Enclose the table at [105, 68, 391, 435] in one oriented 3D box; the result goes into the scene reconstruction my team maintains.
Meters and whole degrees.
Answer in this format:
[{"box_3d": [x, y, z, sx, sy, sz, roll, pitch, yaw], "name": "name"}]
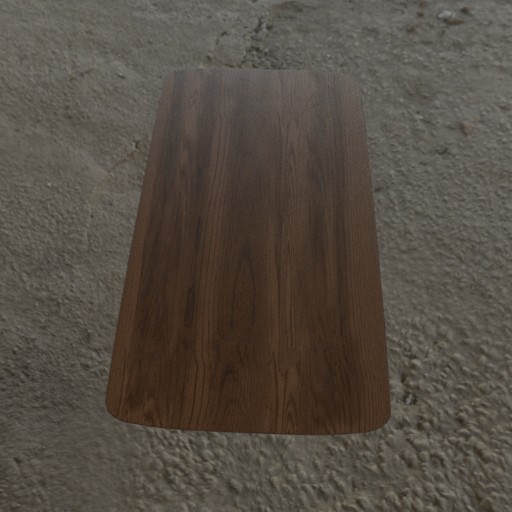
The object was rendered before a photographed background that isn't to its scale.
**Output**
[{"box_3d": [0.000, 0.000, 2.112, 0.949, 0.765, 1.643, 2, 63, 1], "name": "table"}]
